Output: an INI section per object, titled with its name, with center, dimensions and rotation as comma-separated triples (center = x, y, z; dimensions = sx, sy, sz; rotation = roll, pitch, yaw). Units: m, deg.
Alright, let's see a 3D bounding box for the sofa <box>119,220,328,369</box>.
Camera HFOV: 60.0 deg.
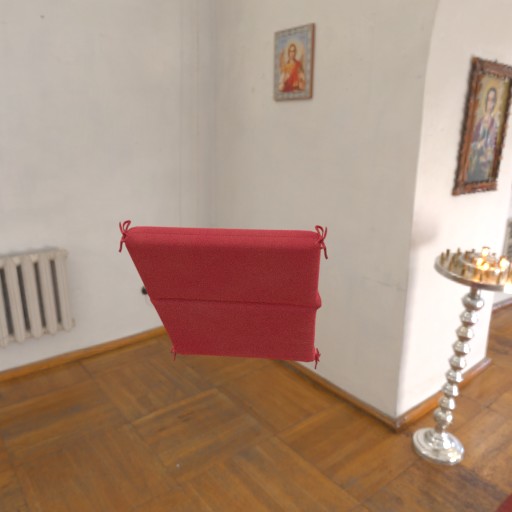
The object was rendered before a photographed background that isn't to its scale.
[sofa]
center = 0.000, 0.000, 1.978
dimensions = 0.582, 0.622, 1.663
rotation = 2, 16, 6
